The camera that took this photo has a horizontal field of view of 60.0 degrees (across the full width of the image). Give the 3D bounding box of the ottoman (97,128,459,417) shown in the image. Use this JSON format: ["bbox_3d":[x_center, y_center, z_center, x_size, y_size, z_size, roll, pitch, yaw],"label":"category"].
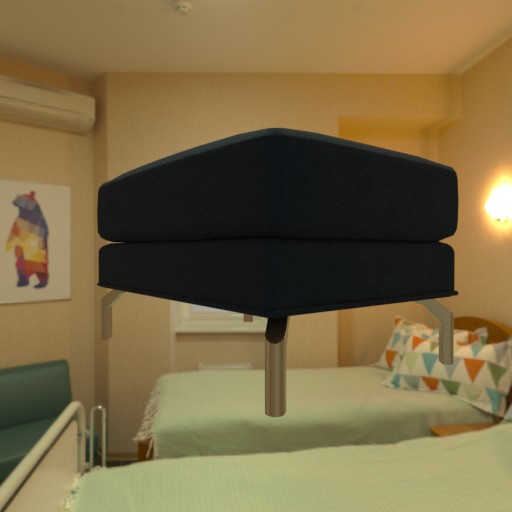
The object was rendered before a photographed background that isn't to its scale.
[{"bbox_3d":[0.000,0.000,1.182,0.587,0.498,0.835,0,1,-38],"label":"ottoman"}]
